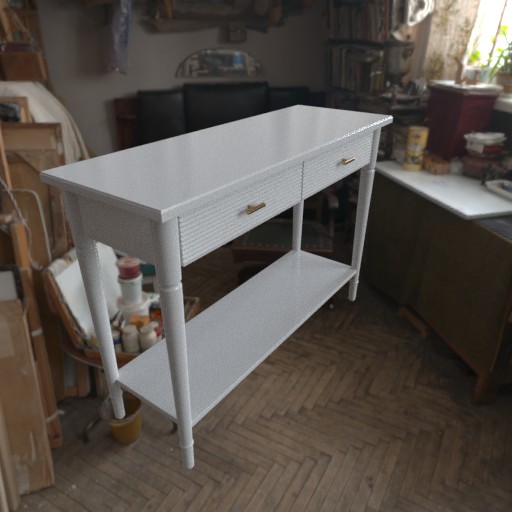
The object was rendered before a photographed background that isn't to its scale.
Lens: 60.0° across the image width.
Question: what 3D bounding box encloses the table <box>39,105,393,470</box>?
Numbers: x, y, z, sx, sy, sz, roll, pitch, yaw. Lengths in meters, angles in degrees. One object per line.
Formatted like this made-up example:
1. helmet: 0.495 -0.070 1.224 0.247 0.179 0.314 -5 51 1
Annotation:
1. table: 0.000 0.000 1.412 0.381 0.749 1.067 19 33 32
